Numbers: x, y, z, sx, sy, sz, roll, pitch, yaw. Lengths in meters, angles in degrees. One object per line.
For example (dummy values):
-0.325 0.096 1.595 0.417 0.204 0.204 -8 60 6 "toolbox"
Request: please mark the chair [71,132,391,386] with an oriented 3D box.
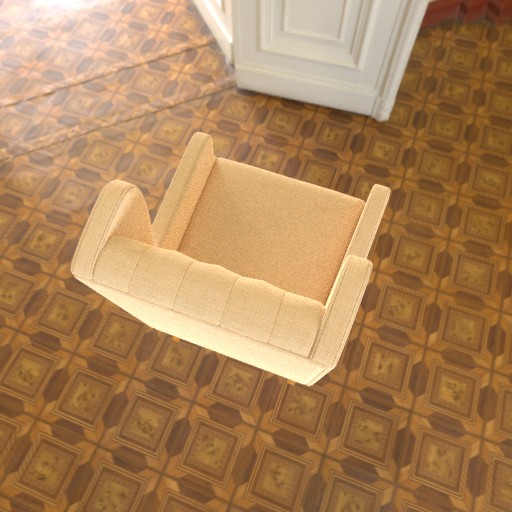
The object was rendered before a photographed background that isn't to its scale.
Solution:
0.000 0.000 1.480 0.710 0.930 0.760 18 66 9 "chair"
